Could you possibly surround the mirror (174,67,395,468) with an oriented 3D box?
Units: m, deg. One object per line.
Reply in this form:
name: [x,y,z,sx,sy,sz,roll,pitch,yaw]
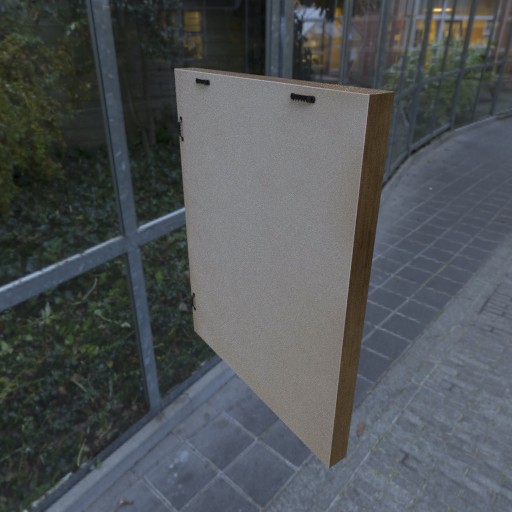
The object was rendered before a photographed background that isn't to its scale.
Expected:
mirror: [0.000,0.000,0.677,0.041,0.508,0.405,-18,32,-31]
